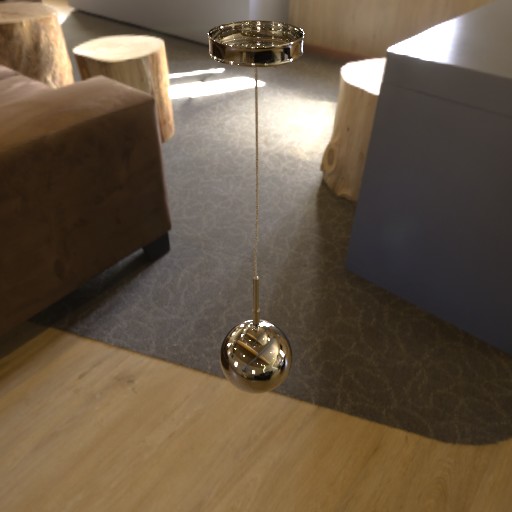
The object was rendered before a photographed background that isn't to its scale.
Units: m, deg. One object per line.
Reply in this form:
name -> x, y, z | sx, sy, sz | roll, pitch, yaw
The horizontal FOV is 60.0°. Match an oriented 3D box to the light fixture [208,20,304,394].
light fixture -> 0.000, 0.000, 1.656 | 0.336, 1.538, 0.336 | -24, 47, -25
